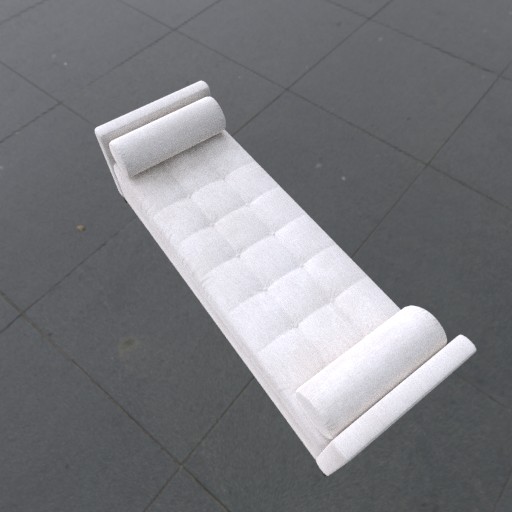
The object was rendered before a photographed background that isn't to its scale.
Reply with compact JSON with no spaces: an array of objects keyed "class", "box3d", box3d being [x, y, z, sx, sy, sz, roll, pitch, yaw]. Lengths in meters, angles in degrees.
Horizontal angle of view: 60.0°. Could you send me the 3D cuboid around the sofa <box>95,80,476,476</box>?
[{"class":"sofa","box3d":[0.000,0.000,2.267,0.686,0.635,1.981,-32,64,-18]}]
